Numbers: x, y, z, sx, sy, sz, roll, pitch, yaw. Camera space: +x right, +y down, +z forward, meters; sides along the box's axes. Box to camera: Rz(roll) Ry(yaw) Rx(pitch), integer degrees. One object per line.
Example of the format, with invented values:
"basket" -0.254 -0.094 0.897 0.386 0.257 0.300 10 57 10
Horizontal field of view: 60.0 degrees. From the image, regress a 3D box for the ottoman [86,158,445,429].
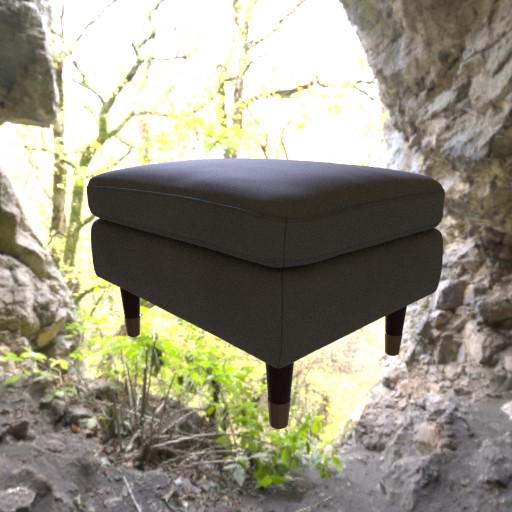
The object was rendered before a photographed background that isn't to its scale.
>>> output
"ottoman" 0.000 0.000 1.118 0.593 0.478 0.747 -14 20 -42
